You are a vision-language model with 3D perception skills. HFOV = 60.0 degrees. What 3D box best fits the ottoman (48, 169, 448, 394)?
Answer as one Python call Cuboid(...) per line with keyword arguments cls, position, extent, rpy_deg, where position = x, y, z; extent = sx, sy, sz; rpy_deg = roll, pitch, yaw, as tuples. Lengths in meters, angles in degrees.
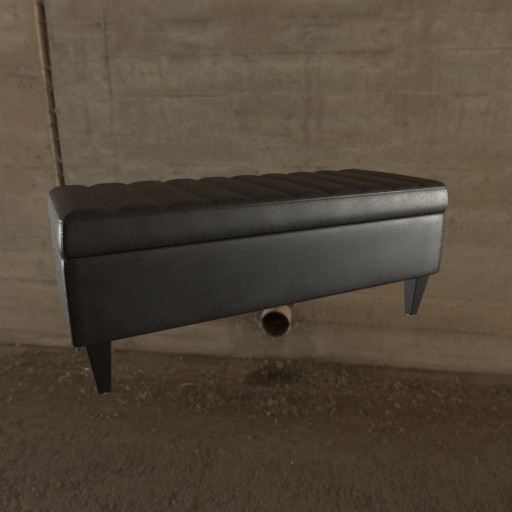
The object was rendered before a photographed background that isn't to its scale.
Cuboid(cls="ottoman", position=(0.000, 0.000, 1.406), extent=(1.151, 0.469, 0.482), rpy_deg=(-8, 19, -25))
